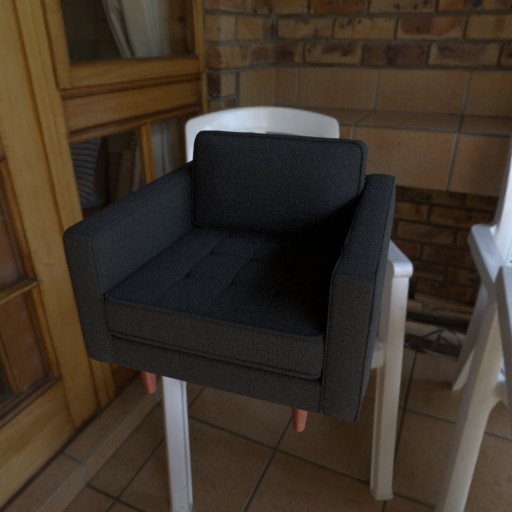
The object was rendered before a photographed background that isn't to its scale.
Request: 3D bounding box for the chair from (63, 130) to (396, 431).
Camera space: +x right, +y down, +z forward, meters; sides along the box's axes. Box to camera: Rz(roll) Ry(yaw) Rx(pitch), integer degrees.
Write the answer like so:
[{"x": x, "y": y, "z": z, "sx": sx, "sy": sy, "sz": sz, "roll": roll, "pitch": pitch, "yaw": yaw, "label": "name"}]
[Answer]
[{"x": 0.000, "y": 0.000, "z": 1.590, "sx": 0.899, "sy": 0.770, "sz": 0.919, "roll": 8, "pitch": 28, "yaw": 16, "label": "chair"}]
